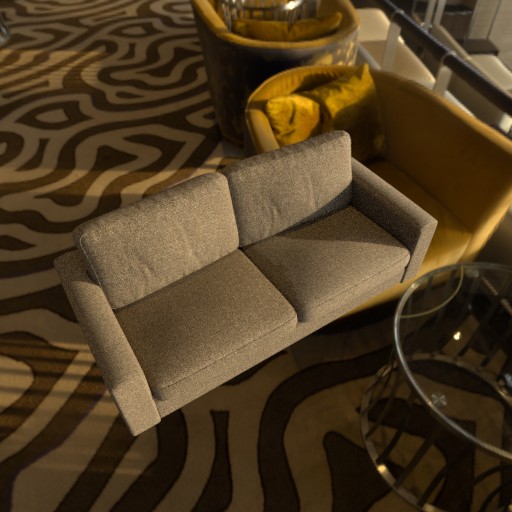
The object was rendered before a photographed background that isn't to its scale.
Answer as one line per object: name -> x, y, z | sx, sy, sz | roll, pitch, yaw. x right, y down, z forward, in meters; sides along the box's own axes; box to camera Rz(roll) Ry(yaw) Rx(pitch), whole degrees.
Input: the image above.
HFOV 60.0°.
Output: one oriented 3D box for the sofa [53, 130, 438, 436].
sofa -> 0.000, 0.000, 2.781 | 2.179, 0.873, 1.016 | -25, 52, -21
